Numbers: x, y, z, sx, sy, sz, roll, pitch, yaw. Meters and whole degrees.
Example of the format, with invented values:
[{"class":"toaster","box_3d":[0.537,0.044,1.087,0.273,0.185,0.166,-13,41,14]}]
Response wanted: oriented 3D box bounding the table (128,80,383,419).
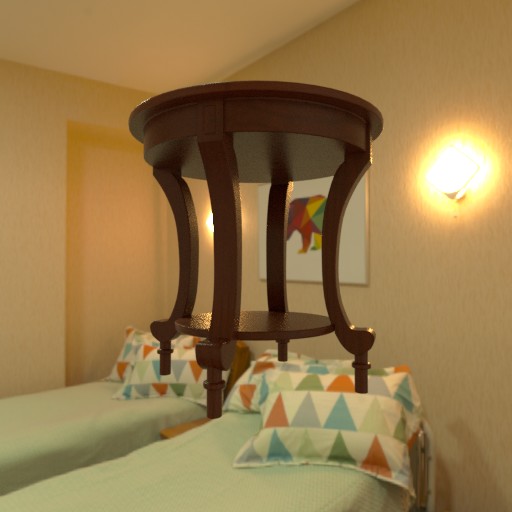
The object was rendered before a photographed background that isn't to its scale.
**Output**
[{"class":"table","box_3d":[0.000,0.000,1.075,0.597,0.612,0.597,0,-1,0]}]
